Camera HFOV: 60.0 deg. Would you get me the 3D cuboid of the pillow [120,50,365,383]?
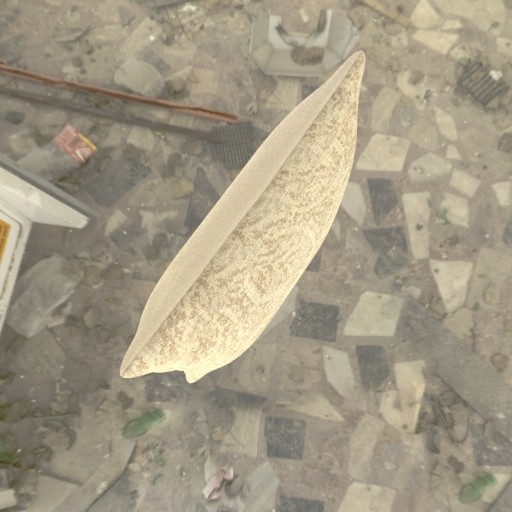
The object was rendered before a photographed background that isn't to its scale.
[{"bbox_3d":[0.000,0.000,0.784,0.166,0.510,0.523,34,77,9],"label":"pillow"}]
